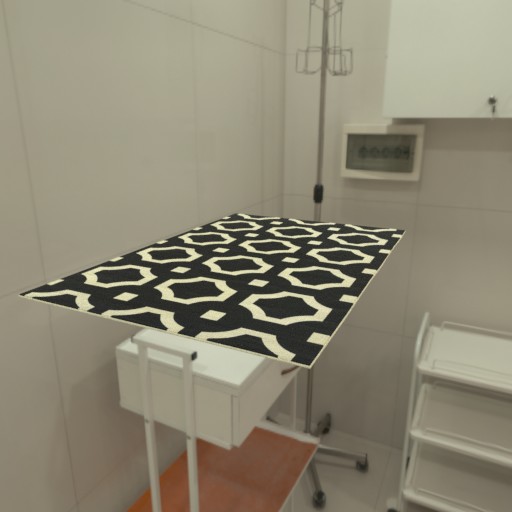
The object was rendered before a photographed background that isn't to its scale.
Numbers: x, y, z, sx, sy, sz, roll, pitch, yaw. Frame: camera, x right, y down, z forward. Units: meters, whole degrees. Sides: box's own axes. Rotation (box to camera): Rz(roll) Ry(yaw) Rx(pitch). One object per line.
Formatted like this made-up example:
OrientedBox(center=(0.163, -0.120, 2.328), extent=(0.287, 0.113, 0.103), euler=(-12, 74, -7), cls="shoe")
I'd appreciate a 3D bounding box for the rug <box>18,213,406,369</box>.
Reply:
OrientedBox(center=(0.000, 0.000, 2.890), extent=(1.555, 0.016, 2.286), euler=(8, 19, 25), cls="rug")
